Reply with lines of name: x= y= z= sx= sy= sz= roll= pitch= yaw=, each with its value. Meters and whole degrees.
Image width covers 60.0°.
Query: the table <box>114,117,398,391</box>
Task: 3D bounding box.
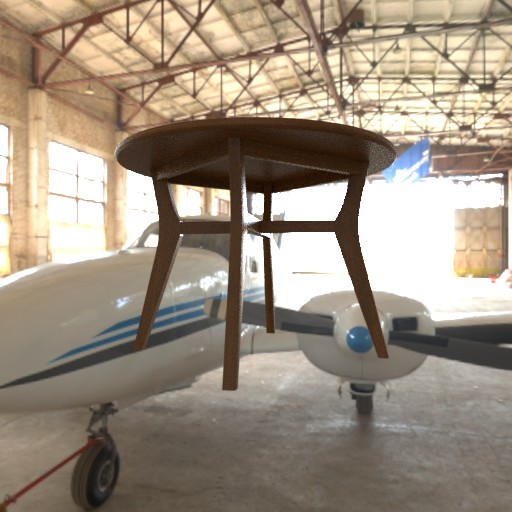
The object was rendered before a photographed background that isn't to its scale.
table: x=0.000 y=0.000 z=1.732 sx=1.055 sy=0.757 sz=1.055 roll=0 pitch=0 yaw=0
